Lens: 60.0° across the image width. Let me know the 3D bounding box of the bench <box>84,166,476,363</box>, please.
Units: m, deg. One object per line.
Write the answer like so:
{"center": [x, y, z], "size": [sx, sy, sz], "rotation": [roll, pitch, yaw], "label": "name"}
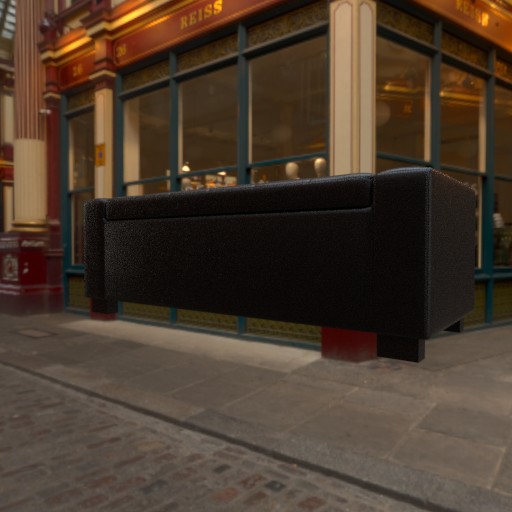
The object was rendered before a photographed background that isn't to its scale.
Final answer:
{"center": [0.000, 0.000, 1.532], "size": [1.296, 0.445, 0.508], "rotation": [1, 2, 36], "label": "bench"}
